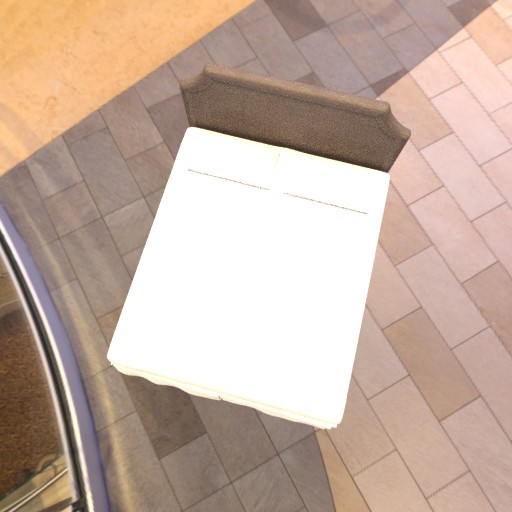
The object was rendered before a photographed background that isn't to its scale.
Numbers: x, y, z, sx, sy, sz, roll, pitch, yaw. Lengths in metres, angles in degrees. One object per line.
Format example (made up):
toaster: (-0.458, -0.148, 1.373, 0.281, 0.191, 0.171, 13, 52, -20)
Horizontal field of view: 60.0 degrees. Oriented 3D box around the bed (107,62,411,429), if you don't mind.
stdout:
bed: (0.000, 0.000, 4.194, 2.350, 1.590, 2.773, 14, 74, 4)
